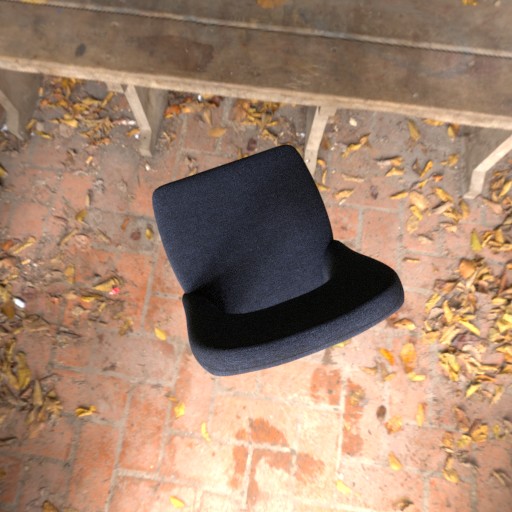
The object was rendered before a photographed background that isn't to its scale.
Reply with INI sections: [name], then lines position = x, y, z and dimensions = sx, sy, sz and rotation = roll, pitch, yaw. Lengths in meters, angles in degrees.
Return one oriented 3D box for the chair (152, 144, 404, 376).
[chair]
position = 0.000, 0.000, 1.250
dimensions = 0.470, 0.931, 0.612
rotation = -20, 76, -5
